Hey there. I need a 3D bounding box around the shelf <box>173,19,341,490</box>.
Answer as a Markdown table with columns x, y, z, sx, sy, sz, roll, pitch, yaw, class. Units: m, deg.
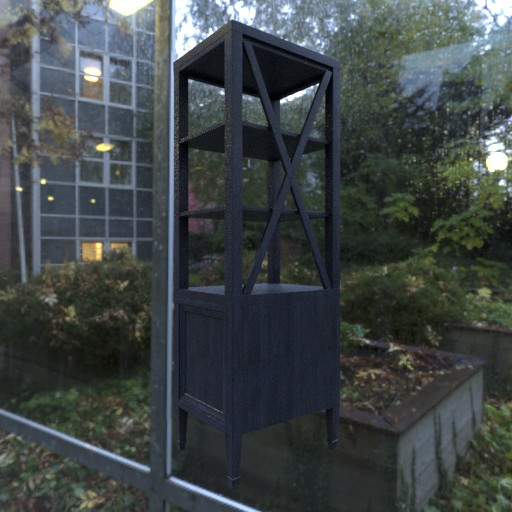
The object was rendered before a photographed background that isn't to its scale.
| x | y | z | sx | sy | sz | roll | pitch | yaw | class |
| --- | --- | --- | --- | --- | --- | --- | --- | --- | --- |
| 0.000 | 0.000 | 1.981 | 0.584 | 1.727 | 0.472 | 0 | 0 | -38 | shelf |
